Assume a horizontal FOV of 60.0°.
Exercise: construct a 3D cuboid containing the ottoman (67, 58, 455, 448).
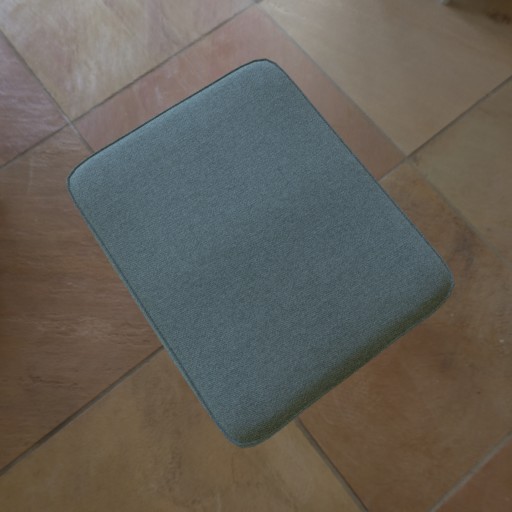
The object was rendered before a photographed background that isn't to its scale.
[{"bbox_3d":[0.000,0.000,1.140,0.589,0.537,0.738,-34,78,-9],"label":"ottoman"}]
